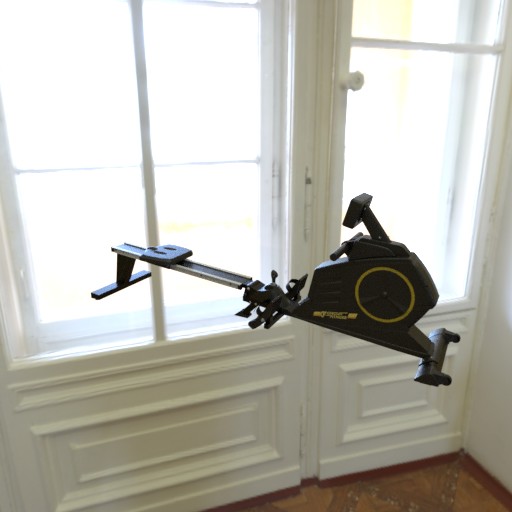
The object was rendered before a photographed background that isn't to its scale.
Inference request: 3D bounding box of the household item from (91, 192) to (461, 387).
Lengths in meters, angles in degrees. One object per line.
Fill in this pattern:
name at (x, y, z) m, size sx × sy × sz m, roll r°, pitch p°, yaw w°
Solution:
household item at (0.000, 0.000, 2.590) m, size 2.251 × 0.810 × 0.521 m, roll 9°, pitch 20°, yaw 27°
